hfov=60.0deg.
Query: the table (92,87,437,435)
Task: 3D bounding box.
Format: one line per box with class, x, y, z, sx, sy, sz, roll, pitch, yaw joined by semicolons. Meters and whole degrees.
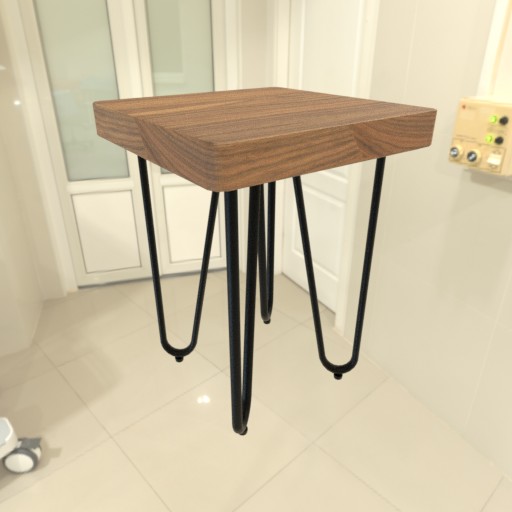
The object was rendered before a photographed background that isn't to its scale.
table;0.000;0.000;0.985;0.480;0.641;0.479;-18;32;-32
